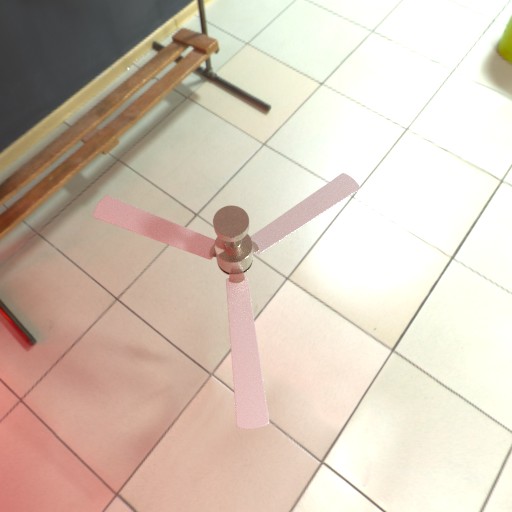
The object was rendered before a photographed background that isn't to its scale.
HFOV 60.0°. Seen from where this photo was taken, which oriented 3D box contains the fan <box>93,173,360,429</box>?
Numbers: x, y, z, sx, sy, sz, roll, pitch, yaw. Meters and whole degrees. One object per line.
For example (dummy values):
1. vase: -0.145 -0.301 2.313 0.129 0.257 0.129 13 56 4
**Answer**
1. fan: 0.000 0.000 2.272 1.561 0.446 1.531 -18 66 -8
